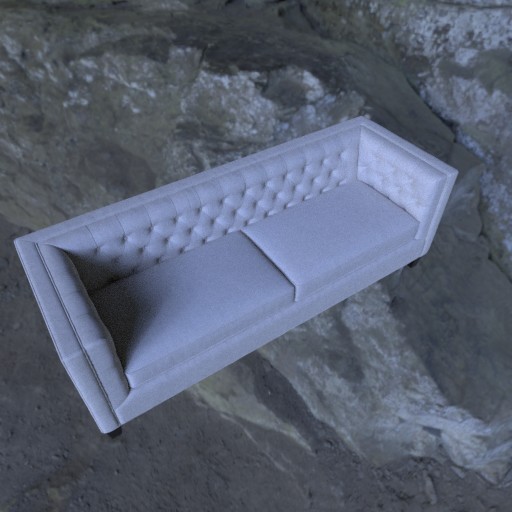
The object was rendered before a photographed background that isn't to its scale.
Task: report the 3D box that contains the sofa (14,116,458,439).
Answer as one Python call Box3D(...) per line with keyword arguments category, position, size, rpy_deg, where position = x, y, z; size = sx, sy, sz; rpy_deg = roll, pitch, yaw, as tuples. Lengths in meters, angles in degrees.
Box3D(category="sofa", position=(0.000, 0.000, 2.480), size=(2.159, 0.762, 0.775), rpy_deg=(-25, 50, -23))
